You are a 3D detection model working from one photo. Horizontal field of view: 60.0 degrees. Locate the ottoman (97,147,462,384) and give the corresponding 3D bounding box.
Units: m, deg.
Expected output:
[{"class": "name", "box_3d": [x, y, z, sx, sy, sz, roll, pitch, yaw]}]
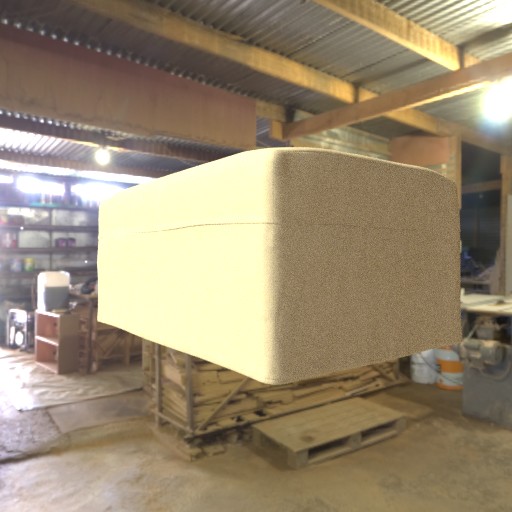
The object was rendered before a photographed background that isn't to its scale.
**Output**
[{"class": "ottoman", "box_3d": [0.000, 0.000, 1.190, 0.590, 0.444, 0.872, 0, 0, -37]}]
